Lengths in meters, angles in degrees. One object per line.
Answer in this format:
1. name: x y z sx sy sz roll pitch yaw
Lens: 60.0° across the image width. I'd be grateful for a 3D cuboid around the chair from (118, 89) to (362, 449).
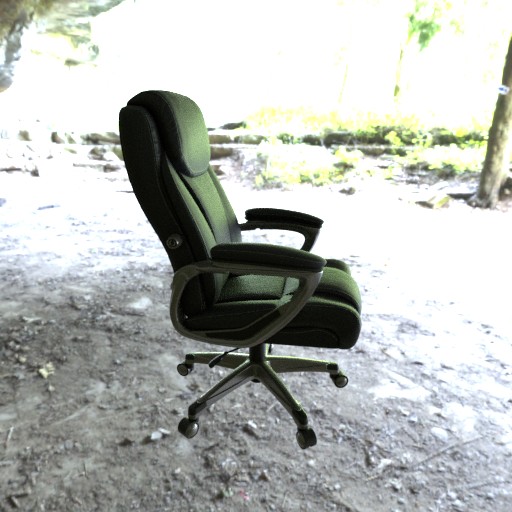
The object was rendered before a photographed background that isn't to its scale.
1. chair: 0.000 0.000 1.668 0.784 1.167 0.741 2 16 7
